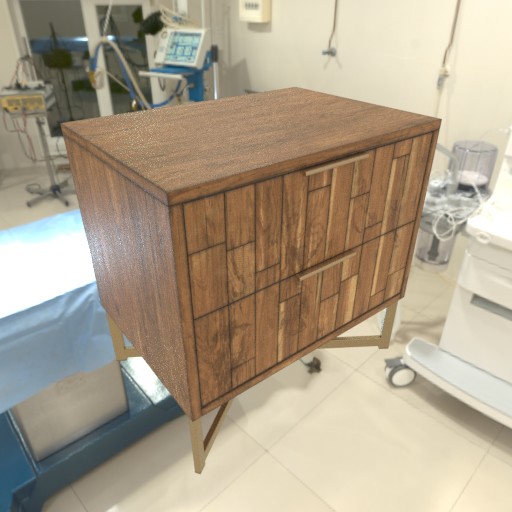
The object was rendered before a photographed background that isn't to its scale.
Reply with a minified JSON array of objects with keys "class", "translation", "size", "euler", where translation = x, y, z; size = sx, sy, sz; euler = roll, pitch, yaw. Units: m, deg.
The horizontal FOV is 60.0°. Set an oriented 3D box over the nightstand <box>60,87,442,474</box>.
[{"class":"nightstand","translation":[0.000,0.000,1.019],"size":[0.610,0.610,0.446],"euler":[-22,37,-32]}]
